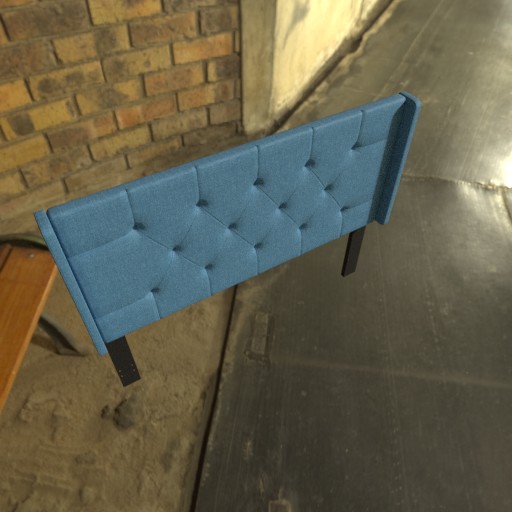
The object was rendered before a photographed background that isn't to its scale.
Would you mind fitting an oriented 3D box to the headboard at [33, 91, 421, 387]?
[{"bbox_3d":[0.000,0.000,2.678,2.051,1.524,0.184,-24,51,-21],"label":"headboard"}]
